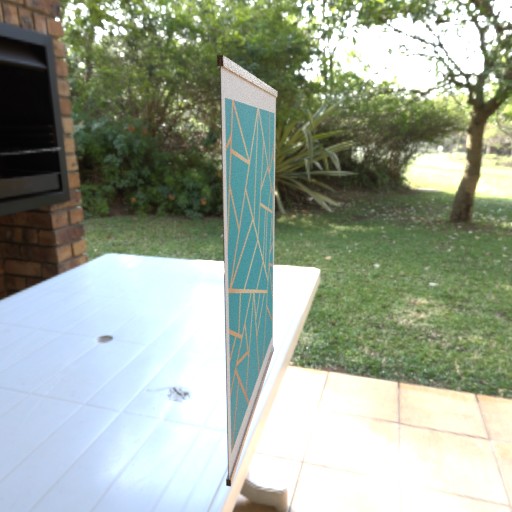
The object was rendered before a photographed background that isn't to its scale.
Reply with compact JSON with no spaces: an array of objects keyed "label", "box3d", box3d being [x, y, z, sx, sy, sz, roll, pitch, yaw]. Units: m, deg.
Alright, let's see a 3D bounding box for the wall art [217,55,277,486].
[{"label":"wall art","box3d":[0.000,0.000,1.359,0.013,1.016,0.758,3,16,10]}]
